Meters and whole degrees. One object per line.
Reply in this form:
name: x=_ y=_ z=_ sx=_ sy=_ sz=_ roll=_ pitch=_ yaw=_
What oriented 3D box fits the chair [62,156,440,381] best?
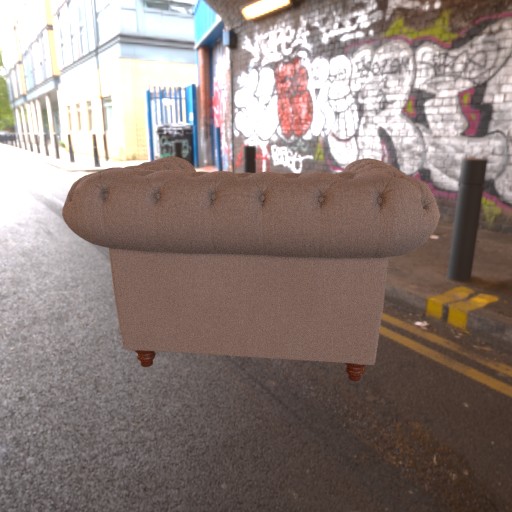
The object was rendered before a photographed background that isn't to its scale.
chair: x=0.000 y=0.000 z=1.868 sx=1.270 sy=0.770 sz=0.976 roll=2 pitch=16 yaw=7
